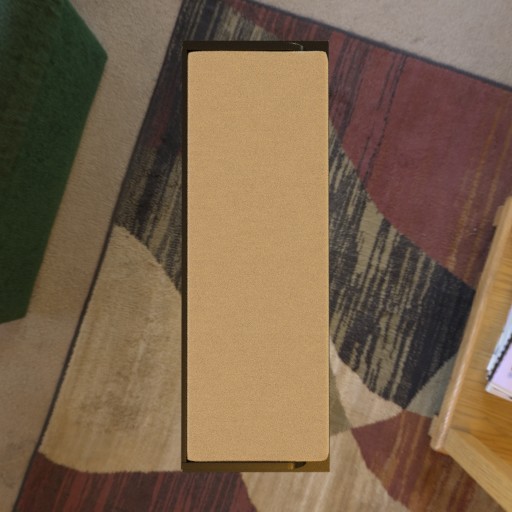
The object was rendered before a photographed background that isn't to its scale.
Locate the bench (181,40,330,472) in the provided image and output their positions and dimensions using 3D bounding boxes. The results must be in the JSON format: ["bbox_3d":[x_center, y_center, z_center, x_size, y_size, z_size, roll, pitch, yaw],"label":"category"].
[{"bbox_3d":[0.000,0.000,1.416,0.402,0.501,1.185,0,89,0],"label":"bench"}]
